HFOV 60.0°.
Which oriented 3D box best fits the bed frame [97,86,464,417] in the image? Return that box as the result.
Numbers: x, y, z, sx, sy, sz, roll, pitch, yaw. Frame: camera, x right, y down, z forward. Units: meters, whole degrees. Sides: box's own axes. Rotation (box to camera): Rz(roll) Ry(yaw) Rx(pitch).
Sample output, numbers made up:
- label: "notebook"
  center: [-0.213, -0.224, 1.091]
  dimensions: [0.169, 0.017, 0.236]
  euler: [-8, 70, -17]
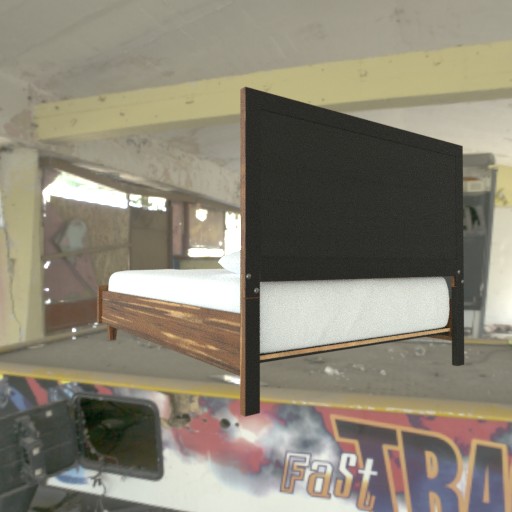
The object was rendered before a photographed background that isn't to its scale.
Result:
- label: "bed frame"
  center: [0.000, 0.000, 3.314]
  dimensions: [1.696, 1.417, 2.276]
  euler: [1, -1, -35]
